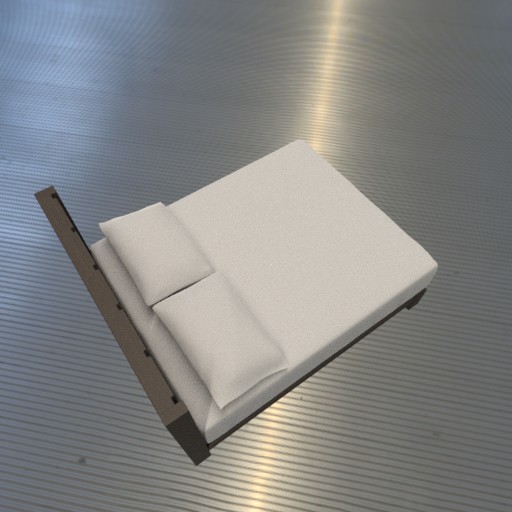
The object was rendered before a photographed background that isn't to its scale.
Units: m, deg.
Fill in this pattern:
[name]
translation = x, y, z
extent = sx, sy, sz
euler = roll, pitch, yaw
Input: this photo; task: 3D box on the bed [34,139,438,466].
[bed]
translation = 0.000, 0.000, 3.317
extent = 2.242, 1.270, 1.727
euler = -31, 62, -18
